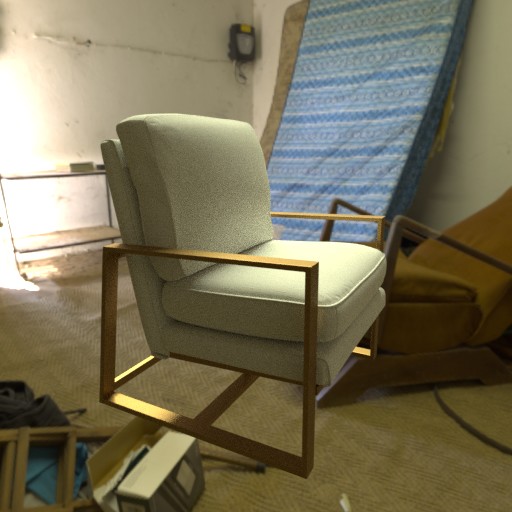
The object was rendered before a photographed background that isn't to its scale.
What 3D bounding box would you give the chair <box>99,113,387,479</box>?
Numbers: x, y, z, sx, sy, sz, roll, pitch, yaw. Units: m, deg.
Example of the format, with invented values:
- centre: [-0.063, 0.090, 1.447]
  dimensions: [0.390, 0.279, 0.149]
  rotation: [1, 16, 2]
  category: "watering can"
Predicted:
- centre: [0.000, 0.000, 1.577]
  dimensions: [0.813, 0.966, 0.805]
  rotation: [8, 17, 27]
  category: "chair"
